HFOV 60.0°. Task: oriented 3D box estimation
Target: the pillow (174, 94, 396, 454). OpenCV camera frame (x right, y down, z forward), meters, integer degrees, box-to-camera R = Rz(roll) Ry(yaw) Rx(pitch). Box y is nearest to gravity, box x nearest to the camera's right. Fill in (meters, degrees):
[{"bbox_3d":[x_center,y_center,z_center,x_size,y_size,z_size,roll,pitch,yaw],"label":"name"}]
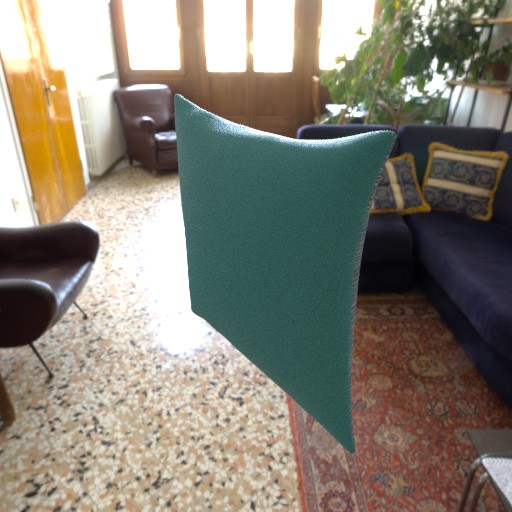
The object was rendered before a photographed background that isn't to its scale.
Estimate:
[{"bbox_3d":[0.000,0.000,0.770,0.150,0.497,0.514,-18,32,-32],"label":"pillow"}]
